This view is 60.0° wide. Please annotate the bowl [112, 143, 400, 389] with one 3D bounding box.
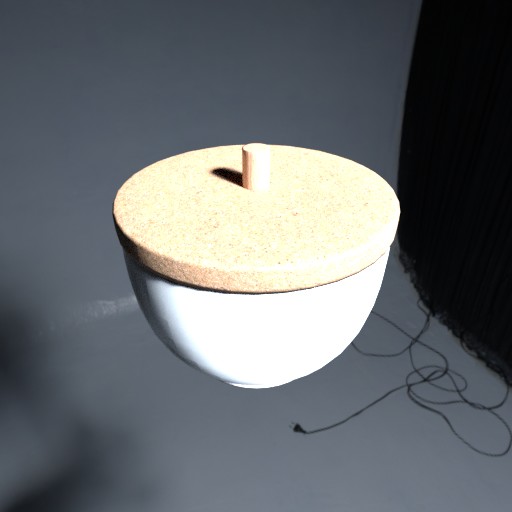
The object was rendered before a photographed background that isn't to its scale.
[{"bbox_3d":[0.000,0.000,0.219,0.126,0.110,0.126,0,33,0],"label":"bowl"}]
